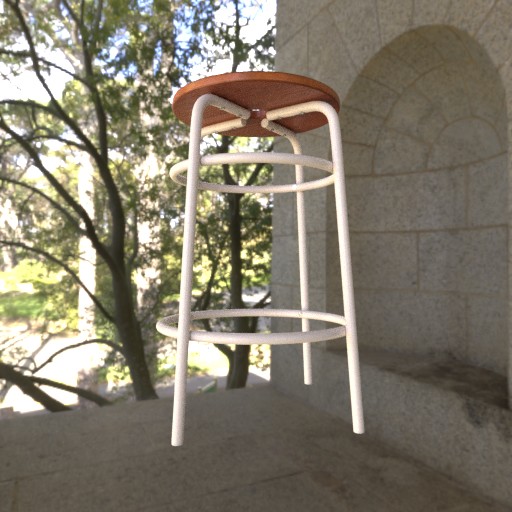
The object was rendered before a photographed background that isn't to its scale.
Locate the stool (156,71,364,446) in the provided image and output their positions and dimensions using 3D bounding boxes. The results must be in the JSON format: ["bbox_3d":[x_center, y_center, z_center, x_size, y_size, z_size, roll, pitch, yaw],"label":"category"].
[{"bbox_3d":[0.000,0.000,0.896,0.455,0.610,0.455,-1,-1,35],"label":"stool"}]
